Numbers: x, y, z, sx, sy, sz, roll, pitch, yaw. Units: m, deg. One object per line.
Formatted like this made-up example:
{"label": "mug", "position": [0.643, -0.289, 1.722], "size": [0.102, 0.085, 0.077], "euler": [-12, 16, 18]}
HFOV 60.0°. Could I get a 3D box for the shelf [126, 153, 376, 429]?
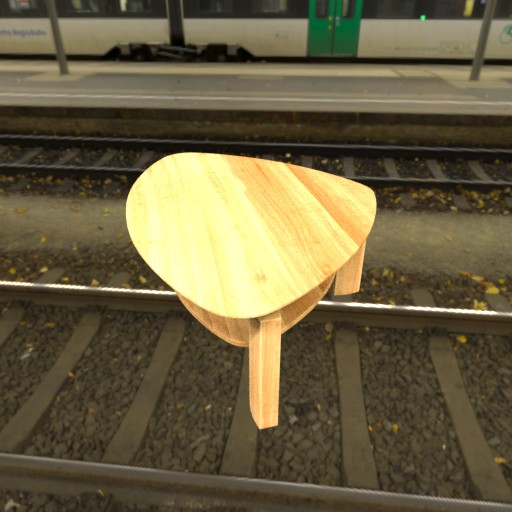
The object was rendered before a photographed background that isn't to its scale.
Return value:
{"label": "shelf", "position": [0.000, 0.000, 1.628], "size": [0.863, 0.439, 1.240], "euler": [-8, 31, -13]}
